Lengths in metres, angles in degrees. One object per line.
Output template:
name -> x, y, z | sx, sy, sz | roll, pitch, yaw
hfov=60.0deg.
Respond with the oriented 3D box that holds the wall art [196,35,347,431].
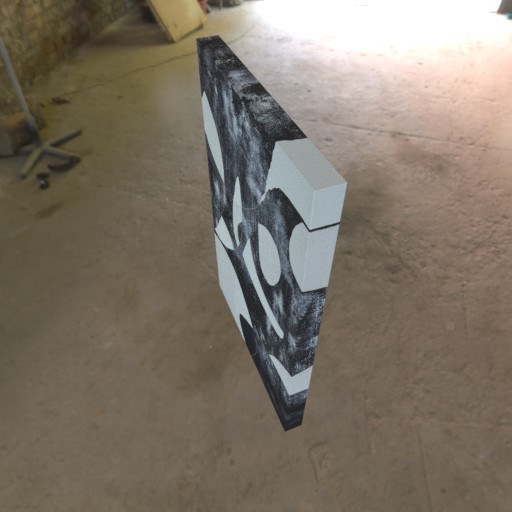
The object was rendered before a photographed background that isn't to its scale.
wall art -> 0.000, 0.000, 0.793 | 0.039, 0.610, 0.407 | -16, 49, -15
